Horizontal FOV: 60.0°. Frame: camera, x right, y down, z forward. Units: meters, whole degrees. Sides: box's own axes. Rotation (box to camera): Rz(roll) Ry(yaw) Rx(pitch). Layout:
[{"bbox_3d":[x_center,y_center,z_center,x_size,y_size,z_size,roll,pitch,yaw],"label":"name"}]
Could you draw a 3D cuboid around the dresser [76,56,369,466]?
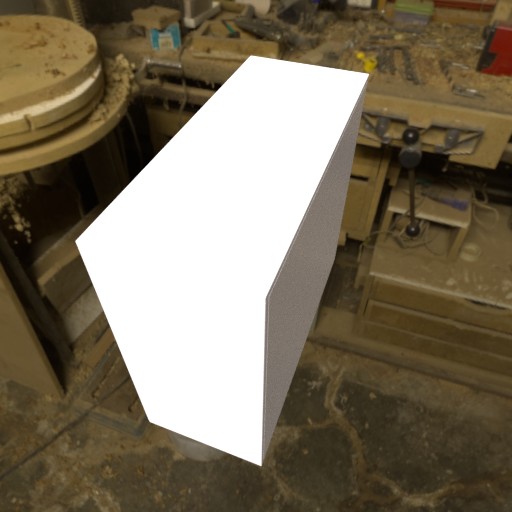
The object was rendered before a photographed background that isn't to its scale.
[{"bbox_3d":[0.000,0.000,1.664,0.460,1.000,1.100,15,48,14],"label":"dresser"}]
